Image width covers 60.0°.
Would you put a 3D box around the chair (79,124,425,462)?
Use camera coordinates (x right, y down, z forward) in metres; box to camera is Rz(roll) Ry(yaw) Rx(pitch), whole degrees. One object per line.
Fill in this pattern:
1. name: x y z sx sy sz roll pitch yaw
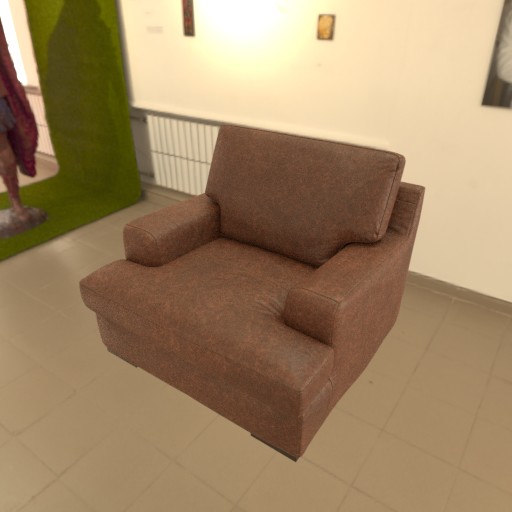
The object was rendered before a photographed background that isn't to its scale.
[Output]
1. chair: 0.000 0.000 2.032 1.168 0.939 1.143 19 35 30
